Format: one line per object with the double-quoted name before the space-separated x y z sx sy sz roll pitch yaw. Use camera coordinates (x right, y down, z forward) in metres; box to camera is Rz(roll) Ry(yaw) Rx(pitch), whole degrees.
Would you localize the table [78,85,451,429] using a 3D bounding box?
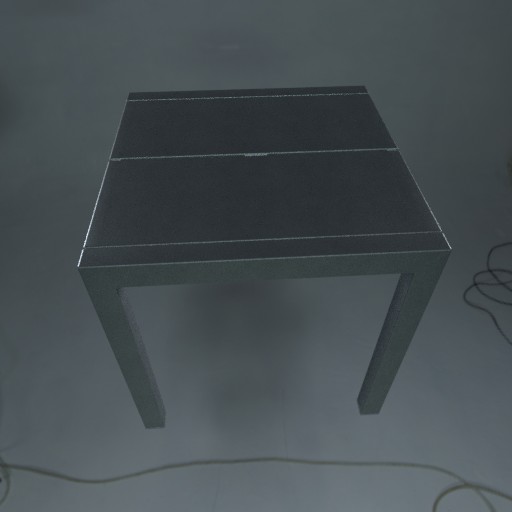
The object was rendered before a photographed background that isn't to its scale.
"table" 0.000 0.000 0.953 0.508 0.508 0.508 -3 46 -3
